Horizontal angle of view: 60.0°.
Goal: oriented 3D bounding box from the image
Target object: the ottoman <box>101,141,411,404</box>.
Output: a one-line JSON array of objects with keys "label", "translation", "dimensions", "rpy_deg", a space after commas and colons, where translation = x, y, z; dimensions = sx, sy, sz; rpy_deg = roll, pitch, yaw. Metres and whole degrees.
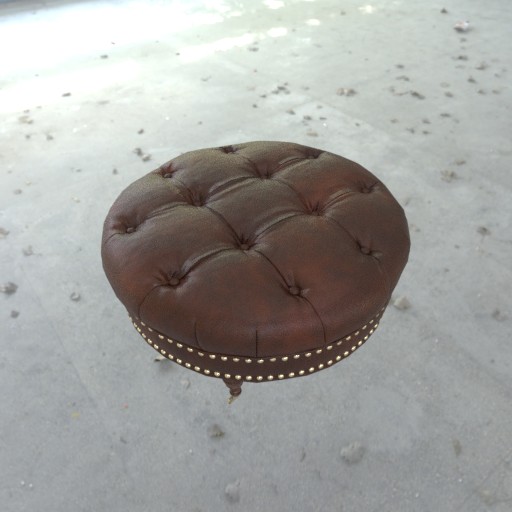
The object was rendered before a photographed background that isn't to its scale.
[{"label": "ottoman", "translation": [0.000, 0.000, 1.408], "dimensions": [0.901, 0.455, 0.901], "rpy_deg": [0, 42, 0]}]
